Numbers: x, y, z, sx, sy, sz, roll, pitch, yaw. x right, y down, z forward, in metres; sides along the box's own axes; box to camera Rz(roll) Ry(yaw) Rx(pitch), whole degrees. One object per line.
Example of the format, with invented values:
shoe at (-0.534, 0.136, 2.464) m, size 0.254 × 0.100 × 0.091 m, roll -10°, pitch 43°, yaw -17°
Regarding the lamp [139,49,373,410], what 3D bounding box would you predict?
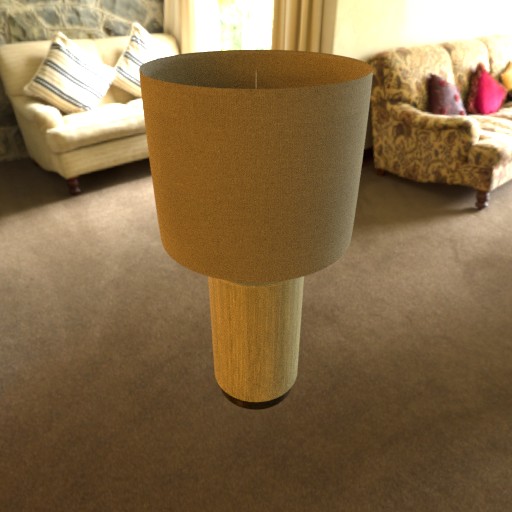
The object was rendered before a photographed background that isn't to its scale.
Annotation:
lamp at (0.000, 0.000, 0.555) m, size 0.228 × 0.444 × 0.228 m, roll 0°, pitch 32°, yaw 0°
